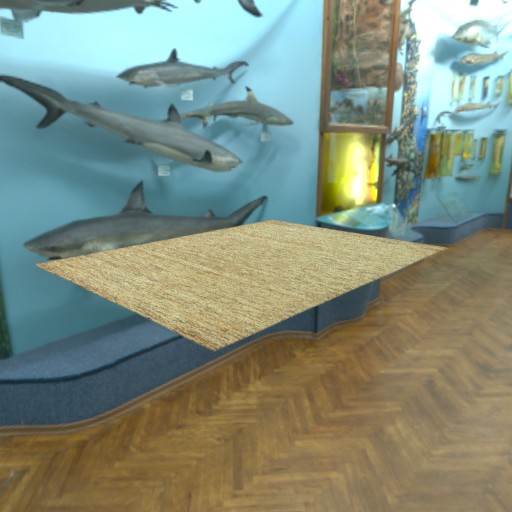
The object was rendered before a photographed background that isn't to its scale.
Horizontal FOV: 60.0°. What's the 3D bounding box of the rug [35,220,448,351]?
[{"bbox_3d":[0.000,0.000,4.283,2.438,0.012,3.200,14,20,42],"label":"rug"}]
